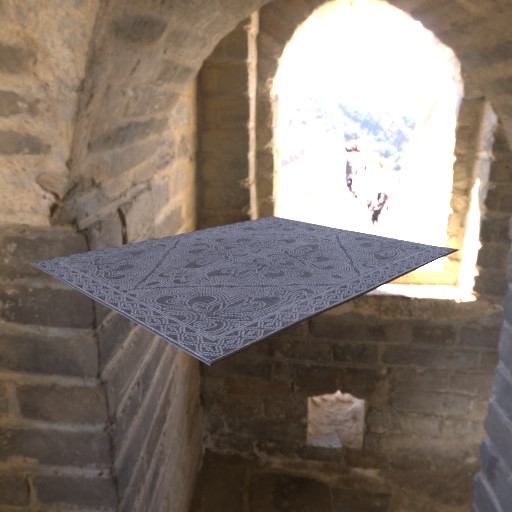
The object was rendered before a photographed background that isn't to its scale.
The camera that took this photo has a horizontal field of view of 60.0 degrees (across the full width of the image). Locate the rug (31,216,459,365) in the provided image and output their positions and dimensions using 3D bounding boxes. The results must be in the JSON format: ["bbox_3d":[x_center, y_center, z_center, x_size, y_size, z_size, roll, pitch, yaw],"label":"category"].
[{"bbox_3d":[0.000,0.000,3.982,3.048,0.012,2.438,-15,22,-42],"label":"rug"}]
